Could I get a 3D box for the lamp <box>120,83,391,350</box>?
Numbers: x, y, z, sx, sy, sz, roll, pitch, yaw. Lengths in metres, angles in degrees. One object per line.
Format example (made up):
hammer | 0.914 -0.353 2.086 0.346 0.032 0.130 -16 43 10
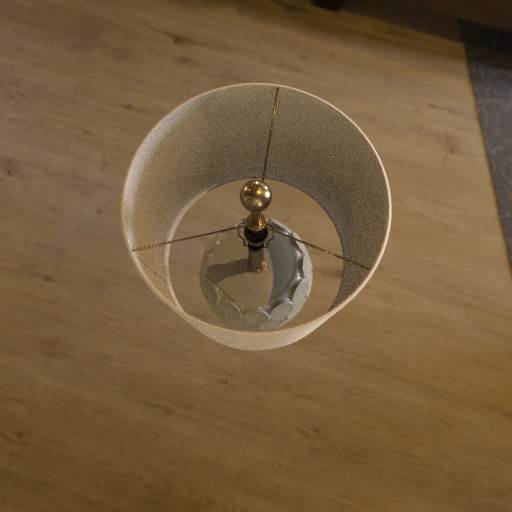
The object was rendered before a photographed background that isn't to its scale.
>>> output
lamp | 0.000 0.000 0.612 0.254 0.452 0.254 0 75 0
